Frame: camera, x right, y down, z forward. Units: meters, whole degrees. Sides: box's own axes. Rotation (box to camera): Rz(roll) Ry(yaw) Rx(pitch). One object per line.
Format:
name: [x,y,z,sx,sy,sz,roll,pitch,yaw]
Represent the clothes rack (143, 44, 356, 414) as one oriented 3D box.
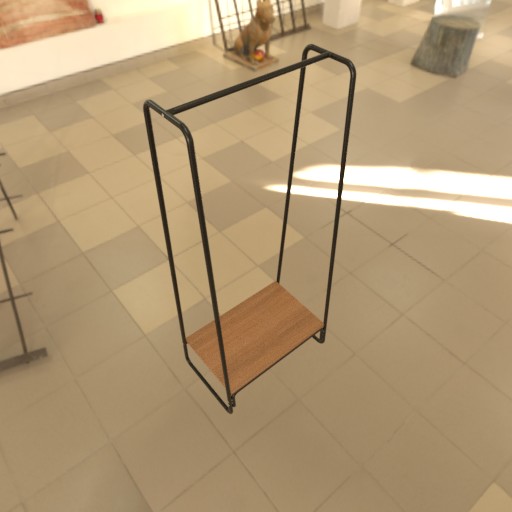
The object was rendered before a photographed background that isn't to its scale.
clothes rack: [0.000,0.000,1.839,0.640,1.500,0.400,-31,53,-26]
